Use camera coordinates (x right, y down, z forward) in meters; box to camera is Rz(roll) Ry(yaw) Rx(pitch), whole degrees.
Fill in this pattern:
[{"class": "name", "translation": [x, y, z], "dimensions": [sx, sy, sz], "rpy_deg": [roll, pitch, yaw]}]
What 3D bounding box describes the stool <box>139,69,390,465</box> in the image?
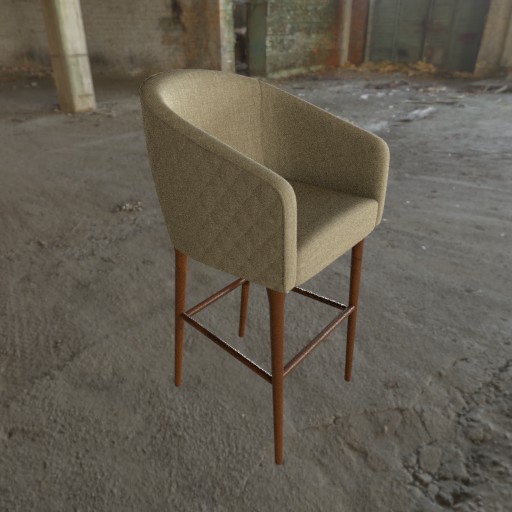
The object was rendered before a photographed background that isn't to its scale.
[{"class": "stool", "translation": [0.000, 0.000, 1.421], "dimensions": [0.607, 1.078, 0.559], "rpy_deg": [20, 33, 33]}]
